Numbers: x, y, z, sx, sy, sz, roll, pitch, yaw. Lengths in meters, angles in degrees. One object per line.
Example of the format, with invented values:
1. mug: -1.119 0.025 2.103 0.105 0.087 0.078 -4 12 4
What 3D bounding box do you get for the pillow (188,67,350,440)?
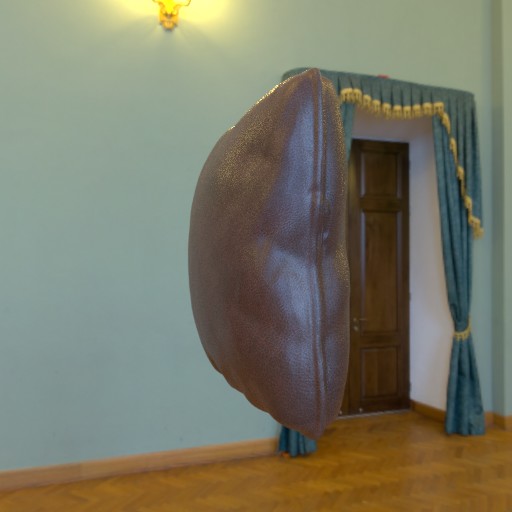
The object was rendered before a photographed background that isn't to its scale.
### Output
1. pillow: 0.000 0.000 0.828 0.236 0.523 0.532 0 -1 -18
